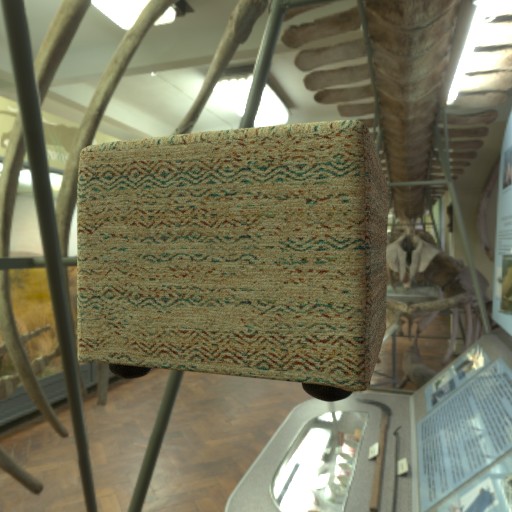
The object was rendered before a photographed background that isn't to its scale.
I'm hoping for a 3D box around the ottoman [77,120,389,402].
[{"bbox_3d":[0.000,0.000,0.944,0.521,0.453,0.512,0,1,19],"label":"ottoman"}]
